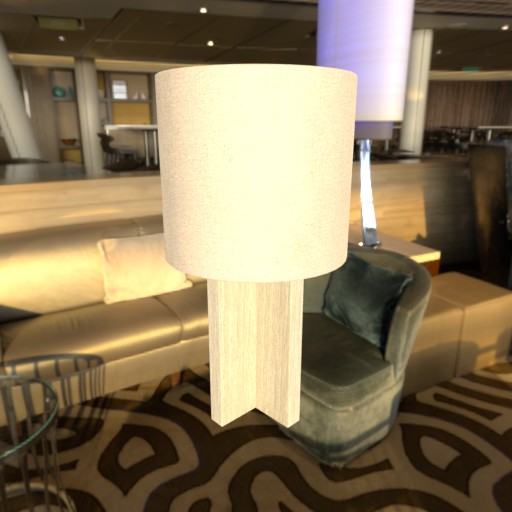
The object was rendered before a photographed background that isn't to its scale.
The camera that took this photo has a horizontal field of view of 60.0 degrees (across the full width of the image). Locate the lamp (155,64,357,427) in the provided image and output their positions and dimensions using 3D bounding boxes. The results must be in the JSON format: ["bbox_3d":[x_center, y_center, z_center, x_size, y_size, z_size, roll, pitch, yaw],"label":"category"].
[{"bbox_3d":[0.000,0.000,0.570,0.229,0.428,0.229,-15,22,-42],"label":"lamp"}]
